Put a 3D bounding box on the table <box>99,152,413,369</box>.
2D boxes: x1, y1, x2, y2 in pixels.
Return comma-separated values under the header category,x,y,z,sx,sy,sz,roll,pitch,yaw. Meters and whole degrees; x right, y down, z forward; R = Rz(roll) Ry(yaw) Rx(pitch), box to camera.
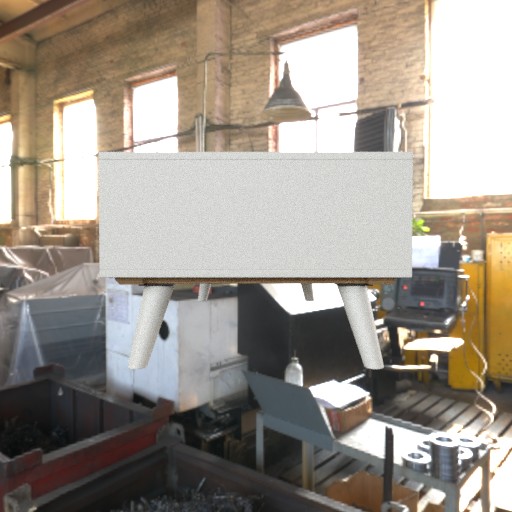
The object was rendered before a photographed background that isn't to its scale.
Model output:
category,x,y,z,sx,sy,sz,roll,pitch,yaw
table,0.000,0.000,1.459,0.609,0.432,1.194,0,1,0
